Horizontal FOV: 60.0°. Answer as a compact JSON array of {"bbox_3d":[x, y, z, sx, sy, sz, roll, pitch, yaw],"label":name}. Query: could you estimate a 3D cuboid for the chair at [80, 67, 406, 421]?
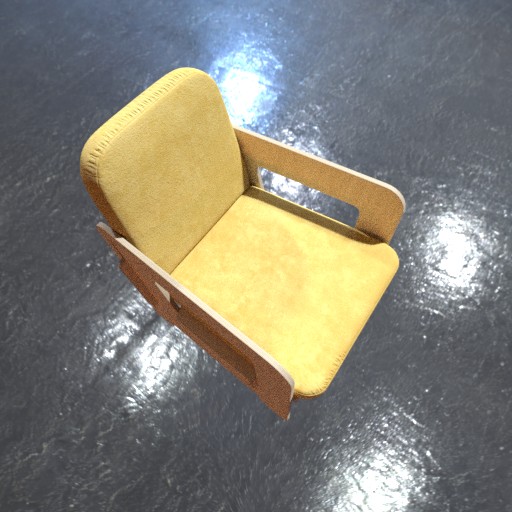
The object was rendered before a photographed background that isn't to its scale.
[{"bbox_3d":[0.000,0.000,1.273,0.710,0.800,0.590,30,63,17],"label":"chair"}]
